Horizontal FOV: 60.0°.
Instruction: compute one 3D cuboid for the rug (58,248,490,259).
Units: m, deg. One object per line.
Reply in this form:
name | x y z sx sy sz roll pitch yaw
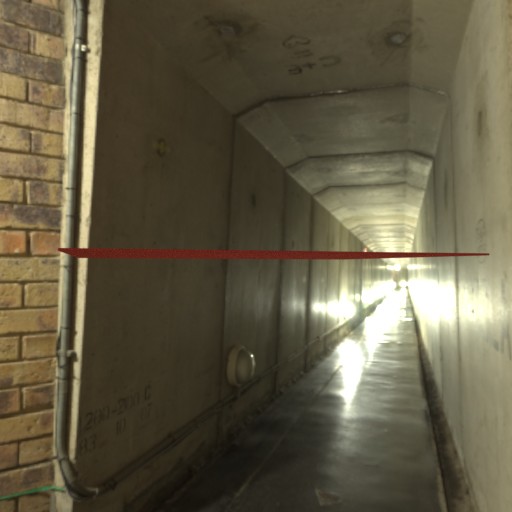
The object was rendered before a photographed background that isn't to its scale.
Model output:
rug | 0.000 0.000 2.866 2.211 0.013 1.593 0 -1 -19
